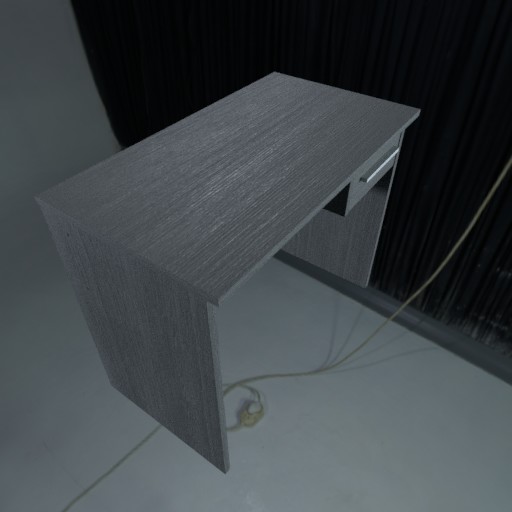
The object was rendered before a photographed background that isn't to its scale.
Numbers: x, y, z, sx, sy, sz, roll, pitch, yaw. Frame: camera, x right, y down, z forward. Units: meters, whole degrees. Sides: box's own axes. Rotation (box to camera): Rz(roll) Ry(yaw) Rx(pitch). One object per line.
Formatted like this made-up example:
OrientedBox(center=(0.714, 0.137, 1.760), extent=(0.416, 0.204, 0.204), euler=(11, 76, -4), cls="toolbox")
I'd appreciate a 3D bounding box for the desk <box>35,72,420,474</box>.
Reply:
OrientedBox(center=(0.000, 0.000, 1.330), extent=(0.498, 0.724, 0.893), euler=(26, 48, 26), cls="desk")
